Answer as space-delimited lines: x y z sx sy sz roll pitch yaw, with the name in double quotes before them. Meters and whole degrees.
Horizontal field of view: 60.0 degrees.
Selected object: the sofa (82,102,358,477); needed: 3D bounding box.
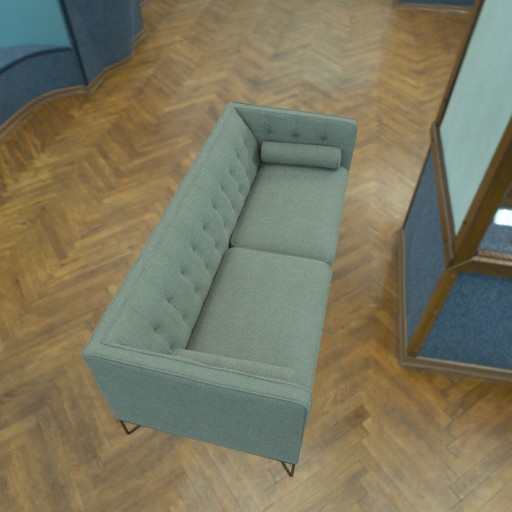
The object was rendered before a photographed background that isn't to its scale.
"sofa" 0.000 0.000 2.603 0.912 0.798 2.079 10 48 9
